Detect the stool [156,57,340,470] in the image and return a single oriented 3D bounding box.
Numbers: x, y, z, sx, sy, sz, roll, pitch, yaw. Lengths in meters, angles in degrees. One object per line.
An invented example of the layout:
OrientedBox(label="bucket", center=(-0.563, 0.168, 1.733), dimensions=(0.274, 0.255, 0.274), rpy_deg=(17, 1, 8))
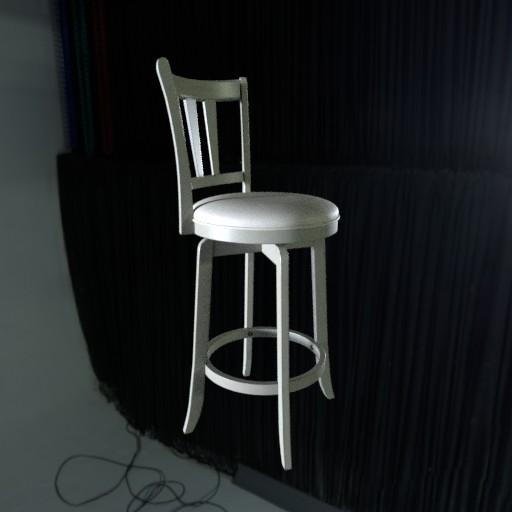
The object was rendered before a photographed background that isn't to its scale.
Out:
OrientedBox(label="stool", center=(0.000, 0.000, 1.303), dimensions=(0.475, 1.042, 0.436), rpy_deg=(8, 17, 26))
